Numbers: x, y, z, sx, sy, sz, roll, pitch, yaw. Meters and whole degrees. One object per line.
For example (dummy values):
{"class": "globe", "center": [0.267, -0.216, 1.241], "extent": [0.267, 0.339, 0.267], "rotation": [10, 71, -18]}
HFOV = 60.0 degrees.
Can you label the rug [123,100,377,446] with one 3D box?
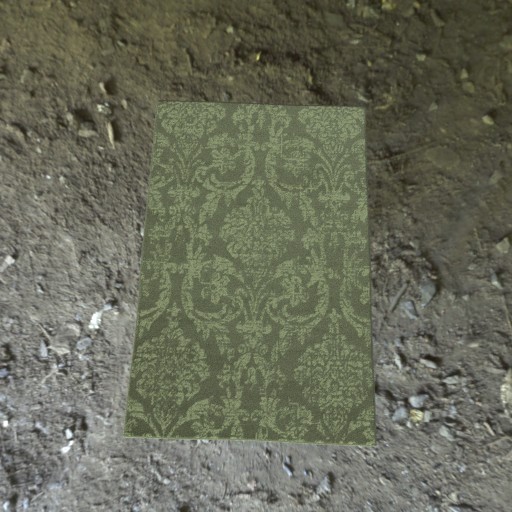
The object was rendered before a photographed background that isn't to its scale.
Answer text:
{"class": "rug", "center": [0.000, 0.000, 2.331], "extent": [1.206, 0.012, 1.824], "rotation": [2, 76, 0]}
